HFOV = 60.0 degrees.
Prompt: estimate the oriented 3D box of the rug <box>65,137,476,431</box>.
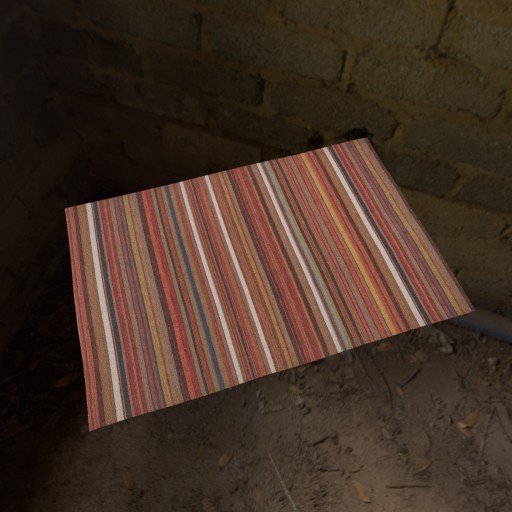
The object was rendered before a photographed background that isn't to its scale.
[{"bbox_3d":[0.000,0.000,2.282,1.828,0.007,1.217,-15,60,-9],"label":"rug"}]
